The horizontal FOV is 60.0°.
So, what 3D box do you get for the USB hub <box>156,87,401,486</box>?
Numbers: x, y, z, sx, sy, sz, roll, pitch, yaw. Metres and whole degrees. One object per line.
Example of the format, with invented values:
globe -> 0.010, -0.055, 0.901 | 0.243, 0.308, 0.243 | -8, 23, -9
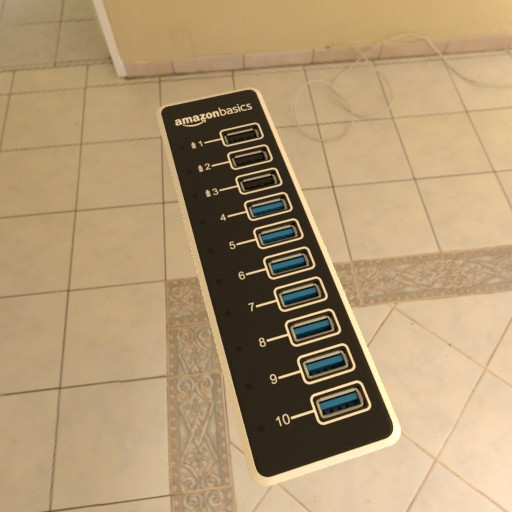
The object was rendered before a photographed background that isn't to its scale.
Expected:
USB hub -> 0.000, 0.000, 0.161 | 0.044, 0.023, 0.145 | -15, 63, -8
